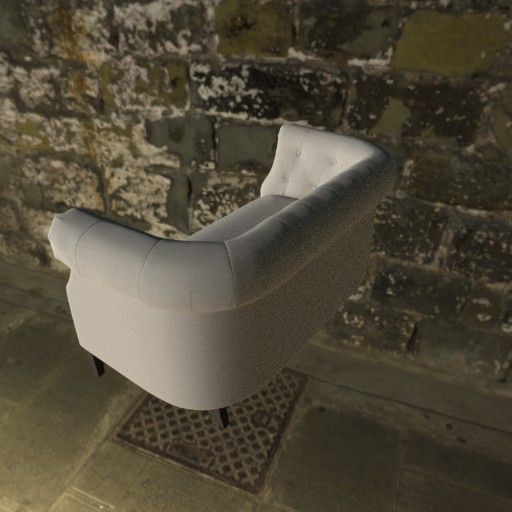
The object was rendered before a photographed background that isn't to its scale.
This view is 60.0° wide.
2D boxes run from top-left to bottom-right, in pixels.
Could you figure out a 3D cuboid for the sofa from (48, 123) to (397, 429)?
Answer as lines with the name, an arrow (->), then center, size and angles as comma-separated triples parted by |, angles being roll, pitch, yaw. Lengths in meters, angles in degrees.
sofa -> 0.000, 0.000, 2.022 | 0.835, 0.827, 1.558 | 21, 37, 30
